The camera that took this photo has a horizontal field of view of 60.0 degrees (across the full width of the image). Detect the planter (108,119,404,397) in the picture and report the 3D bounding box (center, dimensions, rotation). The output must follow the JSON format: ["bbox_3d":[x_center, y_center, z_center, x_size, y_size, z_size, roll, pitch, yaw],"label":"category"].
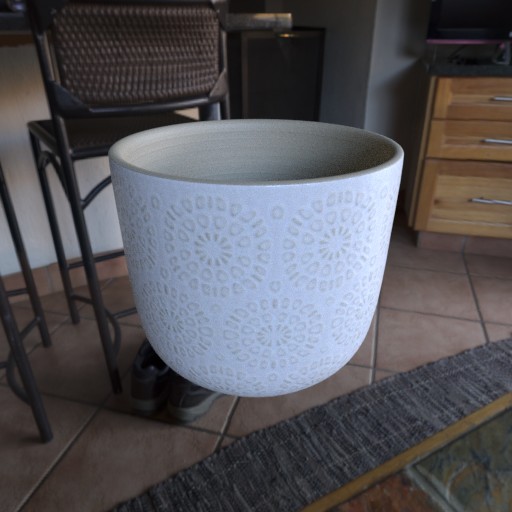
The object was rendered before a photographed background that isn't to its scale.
[{"bbox_3d":[0.000,0.000,0.298,0.170,0.152,0.170,0,26,0],"label":"planter"}]
